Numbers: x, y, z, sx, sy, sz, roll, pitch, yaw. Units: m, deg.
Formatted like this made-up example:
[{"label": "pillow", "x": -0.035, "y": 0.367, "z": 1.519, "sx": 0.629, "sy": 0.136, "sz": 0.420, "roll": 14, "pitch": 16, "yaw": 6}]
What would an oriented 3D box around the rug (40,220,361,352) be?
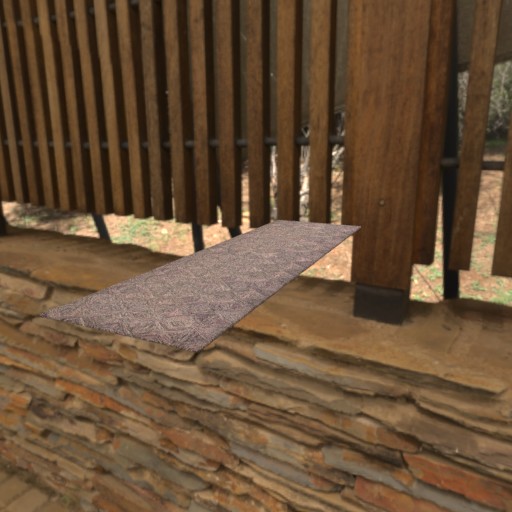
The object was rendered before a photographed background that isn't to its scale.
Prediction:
[{"label": "rug", "x": 0.000, "y": 0.000, "z": 2.495, "sx": 0.691, "sy": 0.011, "sz": 2.296, "roll": 7, "pitch": 16, "yaw": 24}]
